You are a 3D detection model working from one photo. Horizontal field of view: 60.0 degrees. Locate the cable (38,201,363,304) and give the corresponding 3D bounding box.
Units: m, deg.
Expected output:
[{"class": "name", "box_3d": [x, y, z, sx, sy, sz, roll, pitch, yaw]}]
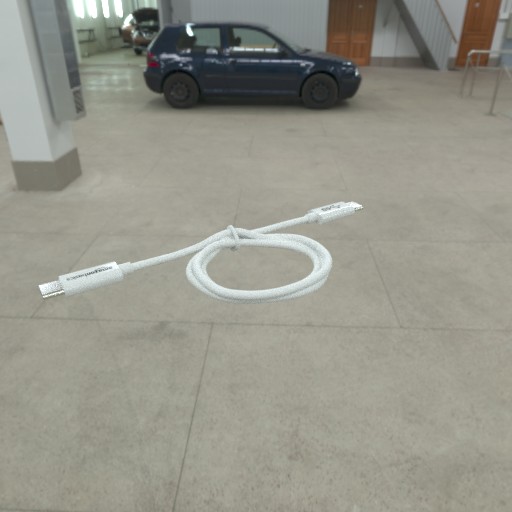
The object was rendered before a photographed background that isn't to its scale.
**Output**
[{"class": "cable", "box_3d": [0.000, 0.000, 0.214, 0.186, 0.014, 0.070, -17, 33, -28]}]
